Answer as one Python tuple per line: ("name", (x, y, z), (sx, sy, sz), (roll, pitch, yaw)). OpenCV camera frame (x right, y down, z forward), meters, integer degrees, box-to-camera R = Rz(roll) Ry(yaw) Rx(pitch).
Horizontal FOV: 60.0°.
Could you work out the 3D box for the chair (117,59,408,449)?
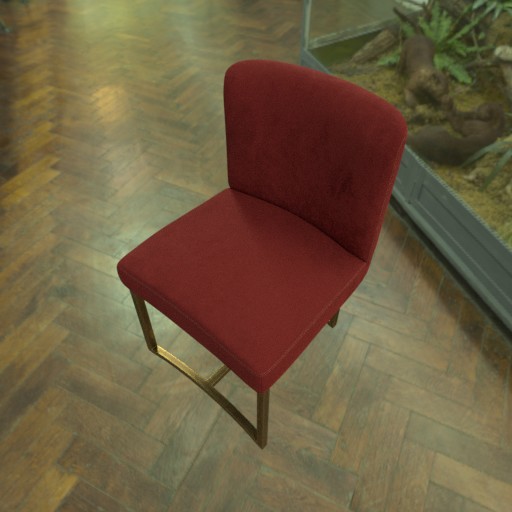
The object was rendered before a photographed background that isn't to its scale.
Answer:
("chair", (0.000, 0.000, 1.194), (0.530, 0.824, 0.560), (32, 54, 27))
